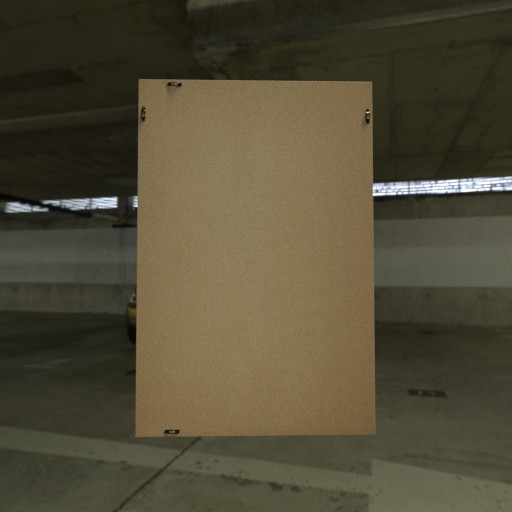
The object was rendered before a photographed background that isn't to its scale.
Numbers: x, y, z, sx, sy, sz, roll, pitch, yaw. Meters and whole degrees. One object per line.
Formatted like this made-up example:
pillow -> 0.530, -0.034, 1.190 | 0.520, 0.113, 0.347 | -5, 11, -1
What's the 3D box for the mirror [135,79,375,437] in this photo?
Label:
mirror -> 0.000, 0.000, 1.156 | 0.609, 0.914, 0.041 | 0, -2, -2
